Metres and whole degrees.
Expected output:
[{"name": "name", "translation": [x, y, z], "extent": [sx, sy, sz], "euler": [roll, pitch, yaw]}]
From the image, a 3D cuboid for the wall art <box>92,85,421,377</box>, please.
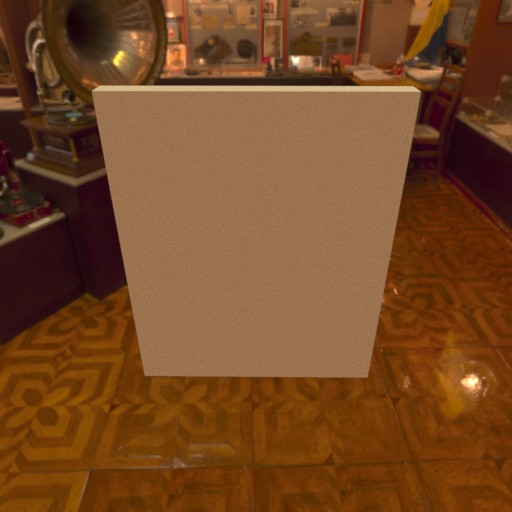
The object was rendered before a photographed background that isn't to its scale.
[{"name": "wall art", "translation": [0.000, 0.000, 0.768], "extent": [0.451, 0.553, 0.039], "euler": [0, 32, 0]}]
